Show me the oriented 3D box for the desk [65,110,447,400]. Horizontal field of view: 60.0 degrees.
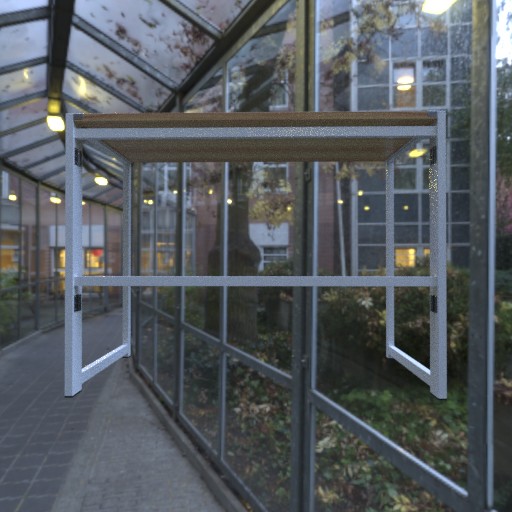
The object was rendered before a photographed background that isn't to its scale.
[{"bbox_3d":[0.000,0.000,1.429,1.016,0.762,0.508,0,0,1],"label":"desk"}]
